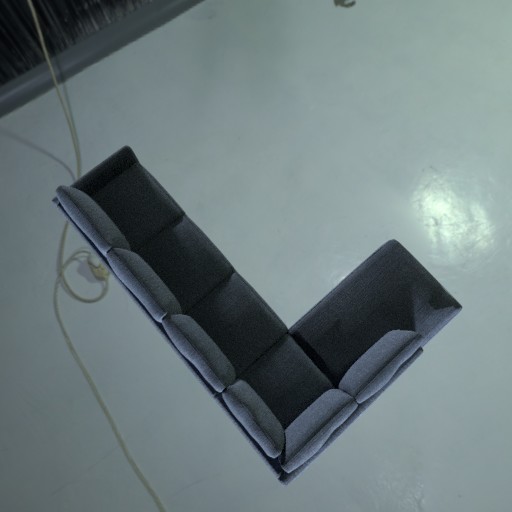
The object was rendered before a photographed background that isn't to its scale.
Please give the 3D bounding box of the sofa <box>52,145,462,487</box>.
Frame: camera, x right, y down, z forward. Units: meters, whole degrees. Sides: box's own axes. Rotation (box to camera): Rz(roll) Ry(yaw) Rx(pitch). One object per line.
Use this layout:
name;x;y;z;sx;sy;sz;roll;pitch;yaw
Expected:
sofa;0.000;0.000;3.755;2.007;0.815;2.949;-40;79;-10
